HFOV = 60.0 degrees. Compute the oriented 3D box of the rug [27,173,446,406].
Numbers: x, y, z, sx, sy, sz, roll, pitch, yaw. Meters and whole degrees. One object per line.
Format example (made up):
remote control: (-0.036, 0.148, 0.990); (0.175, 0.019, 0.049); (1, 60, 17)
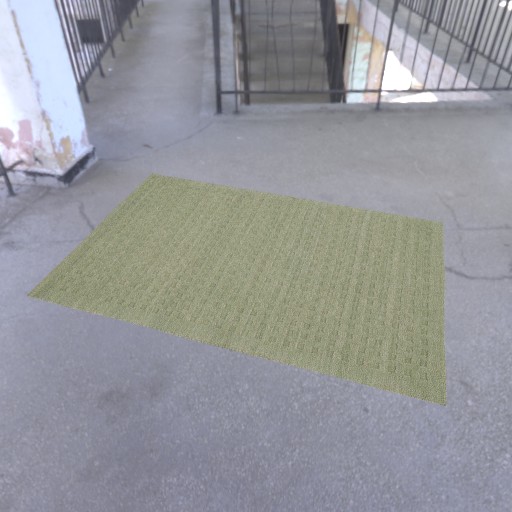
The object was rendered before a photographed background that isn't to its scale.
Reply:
rug: (0.000, 0.000, 2.155); (1.747, 0.006, 1.143); (12, 41, 14)
